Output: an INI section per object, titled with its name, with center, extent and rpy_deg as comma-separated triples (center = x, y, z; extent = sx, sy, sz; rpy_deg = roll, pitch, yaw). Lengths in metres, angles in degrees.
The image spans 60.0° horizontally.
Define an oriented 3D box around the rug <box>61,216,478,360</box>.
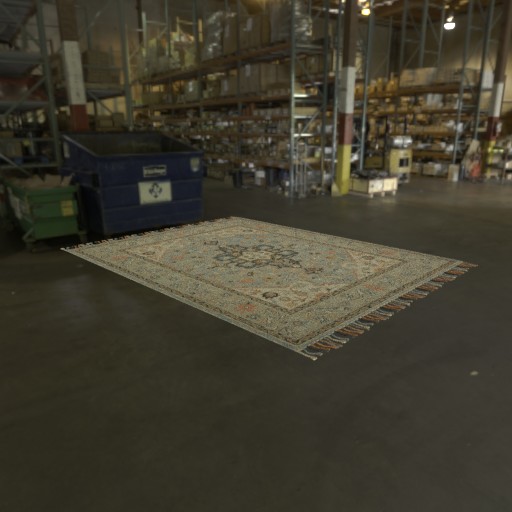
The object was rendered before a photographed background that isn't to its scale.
[rug]
center = 0.000, 0.000, 4.208
extent = 3.221, 0.011, 2.379
rpy_deg = 15, 22, 42
